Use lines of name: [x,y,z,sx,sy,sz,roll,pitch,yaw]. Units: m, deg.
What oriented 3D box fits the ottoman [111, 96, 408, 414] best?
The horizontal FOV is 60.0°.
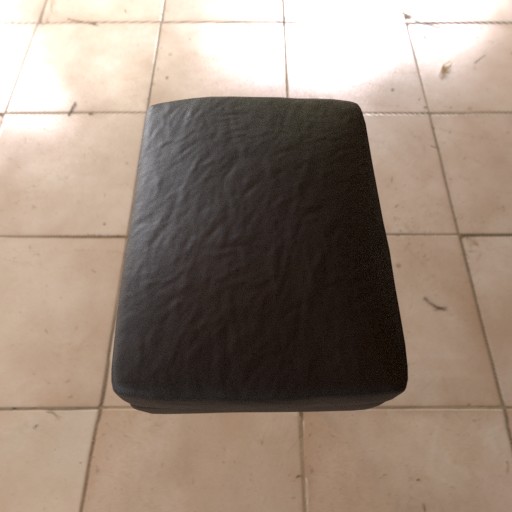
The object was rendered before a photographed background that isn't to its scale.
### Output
ottoman: [0.000,0.000,1.285,0.659,0.529,0.887,-1,62,0]
